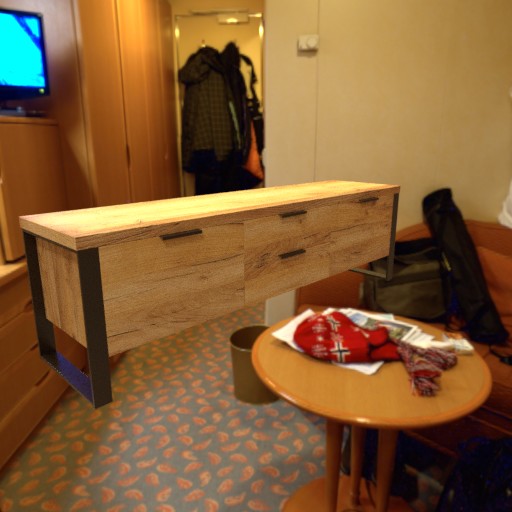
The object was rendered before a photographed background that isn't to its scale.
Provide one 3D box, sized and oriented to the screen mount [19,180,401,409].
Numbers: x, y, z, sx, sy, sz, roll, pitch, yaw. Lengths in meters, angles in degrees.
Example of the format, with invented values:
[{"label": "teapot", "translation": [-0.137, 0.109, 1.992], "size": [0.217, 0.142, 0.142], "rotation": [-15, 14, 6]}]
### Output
[{"label": "screen mount", "translation": [0.000, 0.000, 1.711], "size": [1.524, 0.450, 0.395], "rotation": [-15, 21, -43]}]
